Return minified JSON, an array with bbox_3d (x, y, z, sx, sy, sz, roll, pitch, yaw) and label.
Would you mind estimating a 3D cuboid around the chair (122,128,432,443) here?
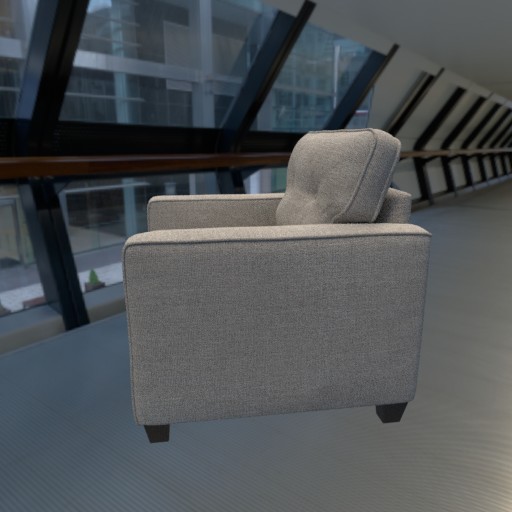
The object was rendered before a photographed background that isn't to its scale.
[{"bbox_3d":[0.000,0.000,1.762,0.939,0.965,1.015,-2,15,-8],"label":"chair"}]
